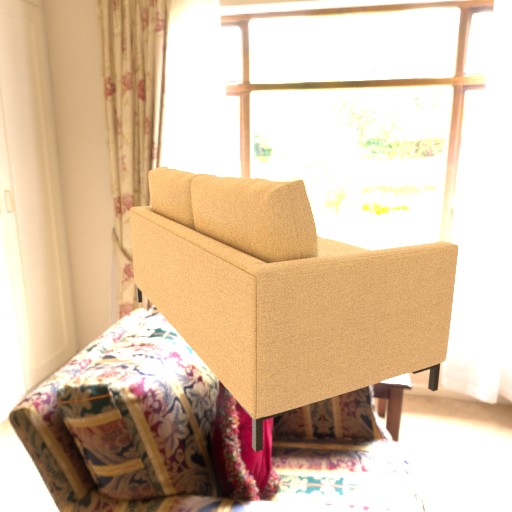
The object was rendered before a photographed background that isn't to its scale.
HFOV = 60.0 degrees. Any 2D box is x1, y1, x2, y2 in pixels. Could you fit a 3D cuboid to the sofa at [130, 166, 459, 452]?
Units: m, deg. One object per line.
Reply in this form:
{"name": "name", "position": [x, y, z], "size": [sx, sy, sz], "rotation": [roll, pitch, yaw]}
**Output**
{"name": "sofa", "position": [0.000, 0.000, 2.119], "size": [0.839, 0.812, 1.651], "rotation": [-7, 15, -27]}
